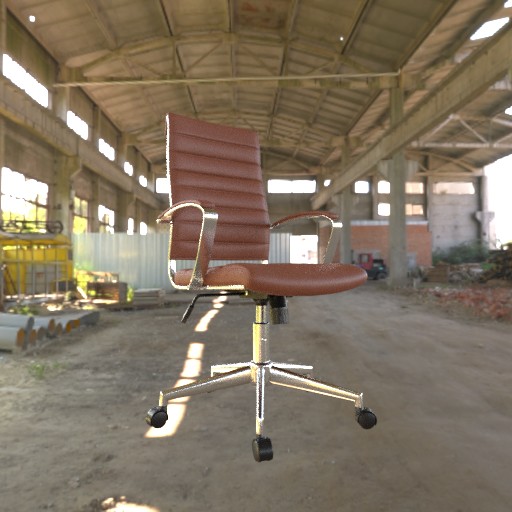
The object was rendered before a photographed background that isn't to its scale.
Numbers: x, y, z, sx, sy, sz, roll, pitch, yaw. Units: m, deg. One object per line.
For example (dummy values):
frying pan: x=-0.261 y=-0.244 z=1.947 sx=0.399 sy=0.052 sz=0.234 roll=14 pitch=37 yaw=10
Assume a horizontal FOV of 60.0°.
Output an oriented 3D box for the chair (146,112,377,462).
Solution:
chair: x=0.000 y=0.000 z=1.632 sx=0.766 sy=1.149 sz=0.739 roll=1 pitch=-1 yaw=-35
